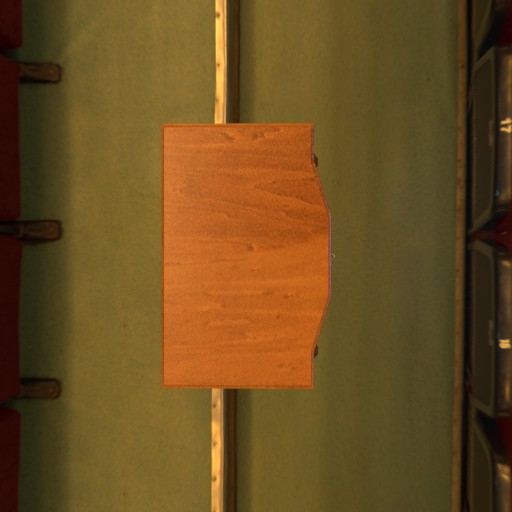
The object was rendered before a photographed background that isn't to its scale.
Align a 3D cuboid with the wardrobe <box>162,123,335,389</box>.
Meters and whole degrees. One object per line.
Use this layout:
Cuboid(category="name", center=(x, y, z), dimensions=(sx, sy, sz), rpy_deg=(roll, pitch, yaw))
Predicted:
Cuboid(category="wardrobe", center=(0.000, 0.000, 1.151), dimensions=(0.273, 0.959, 0.406), rpy_deg=(0, 90, 1))
